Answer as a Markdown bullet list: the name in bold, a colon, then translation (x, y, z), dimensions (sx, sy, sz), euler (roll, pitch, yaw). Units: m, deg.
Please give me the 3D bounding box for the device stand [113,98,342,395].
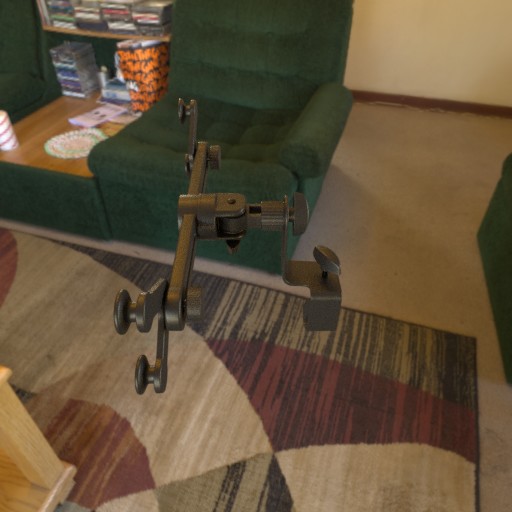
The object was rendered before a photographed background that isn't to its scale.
- **device stand**: translation (0.000, 0.000, 0.371), dimensions (0.142, 0.166, 0.270), euler (0, 42, 0)
